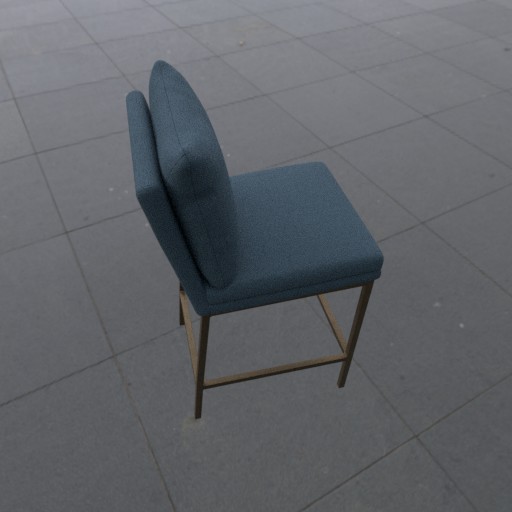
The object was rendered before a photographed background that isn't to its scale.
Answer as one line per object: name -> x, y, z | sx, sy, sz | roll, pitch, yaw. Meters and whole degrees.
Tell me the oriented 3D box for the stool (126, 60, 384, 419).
stool -> 0.000, 0.000, 1.323 | 0.568, 1.032, 0.463 | -10, 46, -10
